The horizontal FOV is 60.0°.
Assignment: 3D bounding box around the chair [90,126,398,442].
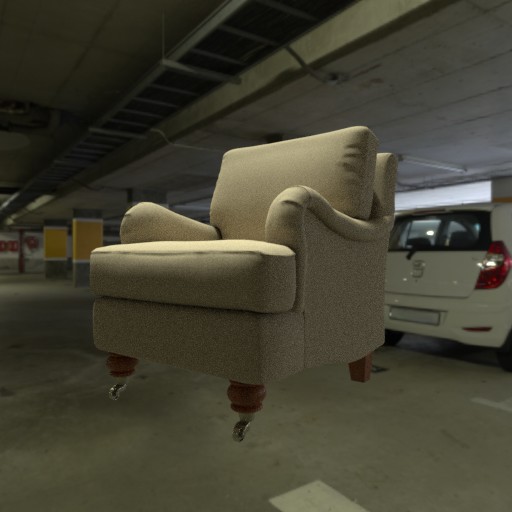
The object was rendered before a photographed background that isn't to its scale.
[{"bbox_3d":[0.000,0.000,1.855,0.895,1.076,1.078,0,1,38],"label":"chair"}]
